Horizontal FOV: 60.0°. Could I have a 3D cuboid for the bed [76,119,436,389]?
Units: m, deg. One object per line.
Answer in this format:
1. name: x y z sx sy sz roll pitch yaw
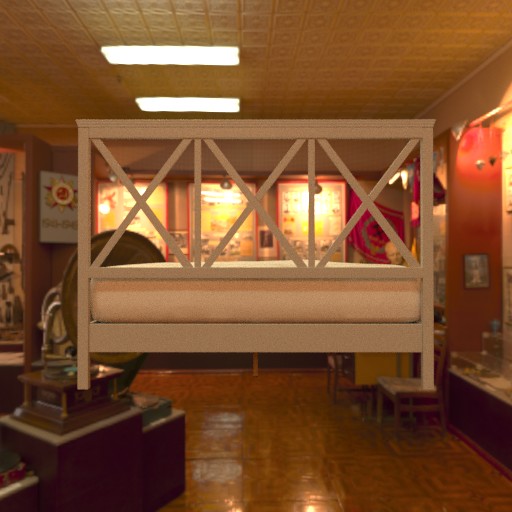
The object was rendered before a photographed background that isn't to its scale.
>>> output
1. bed: 0.000 0.000 3.119 1.673 1.253 2.135 0 0 0
